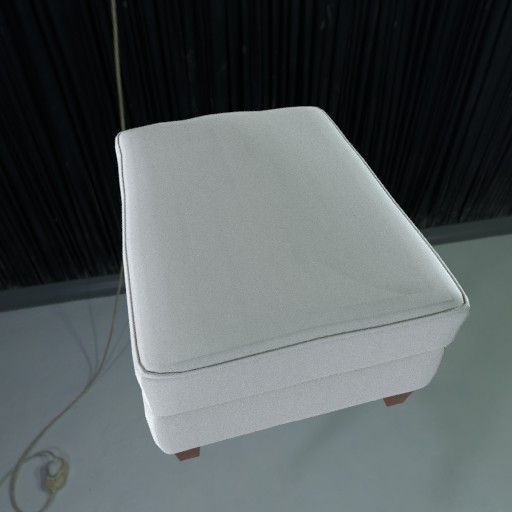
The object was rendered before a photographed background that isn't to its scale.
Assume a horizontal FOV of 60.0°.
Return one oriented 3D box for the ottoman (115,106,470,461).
[{"bbox_3d":[0.000,0.000,1.149,0.634,0.479,0.818,-11,46,-10],"label":"ottoman"}]
